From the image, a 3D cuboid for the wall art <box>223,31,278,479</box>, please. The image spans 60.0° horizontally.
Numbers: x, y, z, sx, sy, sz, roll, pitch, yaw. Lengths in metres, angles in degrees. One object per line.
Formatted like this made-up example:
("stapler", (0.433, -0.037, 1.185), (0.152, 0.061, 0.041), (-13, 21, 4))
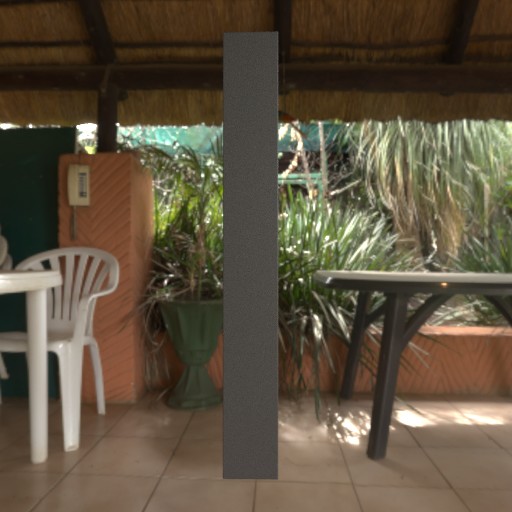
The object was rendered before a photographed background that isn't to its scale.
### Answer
("wall art", (0.000, 0.000, 0.452), (0.038, 0.304, 0.304), (0, 0, 1))
